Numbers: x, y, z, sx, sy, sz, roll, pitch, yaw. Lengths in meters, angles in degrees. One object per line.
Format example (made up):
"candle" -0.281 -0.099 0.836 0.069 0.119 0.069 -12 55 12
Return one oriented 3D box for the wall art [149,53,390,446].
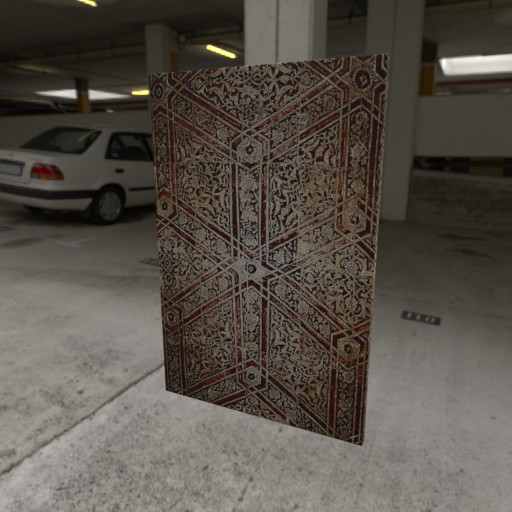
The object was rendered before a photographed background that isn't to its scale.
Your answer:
"wall art" 0.000 0.000 1.134 0.599 0.904 0.030 7 15 25
